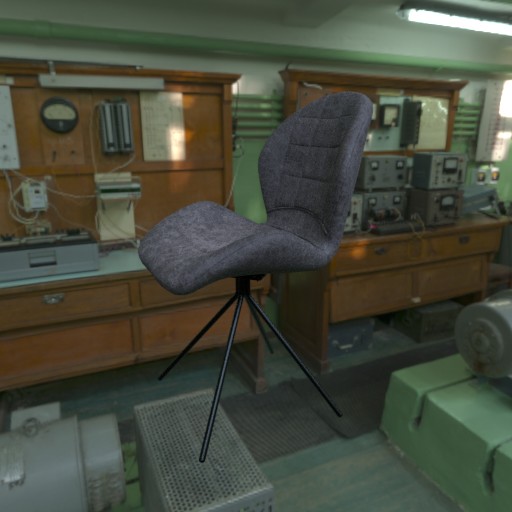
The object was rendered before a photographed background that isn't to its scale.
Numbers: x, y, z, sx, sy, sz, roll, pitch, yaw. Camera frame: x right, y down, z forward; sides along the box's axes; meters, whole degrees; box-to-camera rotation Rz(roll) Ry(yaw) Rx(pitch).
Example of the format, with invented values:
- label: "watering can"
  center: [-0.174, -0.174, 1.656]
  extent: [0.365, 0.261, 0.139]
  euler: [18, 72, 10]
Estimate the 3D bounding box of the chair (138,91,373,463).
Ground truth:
- label: "chair"
  center: [0.000, 0.000, 1.313]
  extent: [0.640, 0.934, 0.527]
  euler: [-8, 17, -25]
